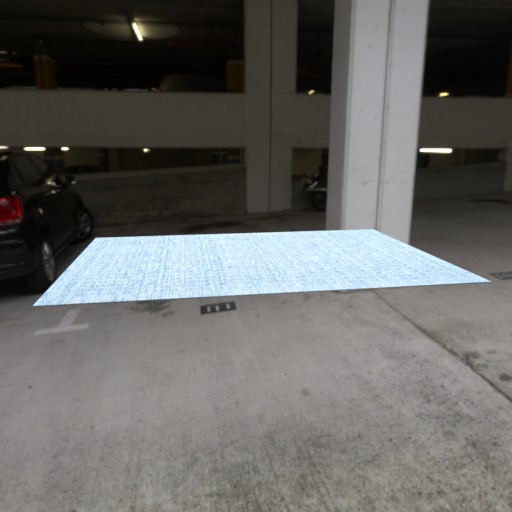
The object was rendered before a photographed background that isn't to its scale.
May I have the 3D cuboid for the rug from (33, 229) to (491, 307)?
[{"bbox_3d":[0.000,0.000,2.904,2.286,0.006,1.522,-2,14,-9],"label":"rug"}]
